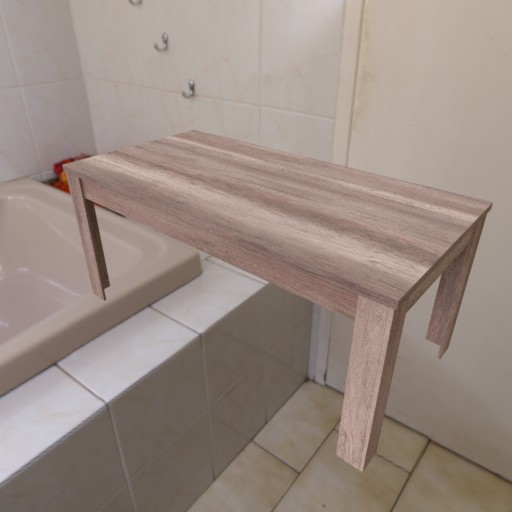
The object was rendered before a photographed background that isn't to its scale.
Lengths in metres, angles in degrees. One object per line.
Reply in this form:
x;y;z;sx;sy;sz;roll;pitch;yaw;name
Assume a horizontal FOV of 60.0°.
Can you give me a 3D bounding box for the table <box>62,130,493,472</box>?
0.000;0.000;2.231;1.800;0.790;0.900;23;37;34;table
